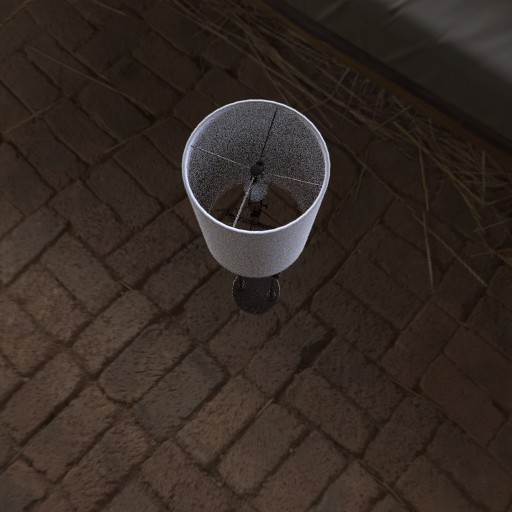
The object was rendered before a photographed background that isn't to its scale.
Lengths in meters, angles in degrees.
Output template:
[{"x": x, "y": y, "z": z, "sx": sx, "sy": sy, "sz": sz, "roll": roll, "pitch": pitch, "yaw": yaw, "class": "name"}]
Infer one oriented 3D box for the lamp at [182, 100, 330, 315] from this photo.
[{"x": 0.000, "y": 0.000, "z": 1.640, "sx": 0.306, "sy": 1.500, "sz": 0.305, "roll": 18, "pitch": 76, "yaw": 5, "class": "lamp"}]
